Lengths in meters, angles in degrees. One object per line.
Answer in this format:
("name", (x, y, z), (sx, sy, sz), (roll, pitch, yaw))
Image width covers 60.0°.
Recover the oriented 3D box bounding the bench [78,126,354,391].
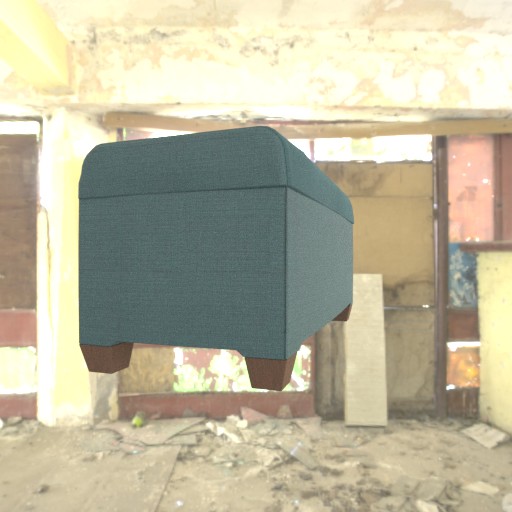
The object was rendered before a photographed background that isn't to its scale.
("bench", (0.000, 0.000, 1.285), (0.476, 0.474, 0.995), (0, 0, 19))
